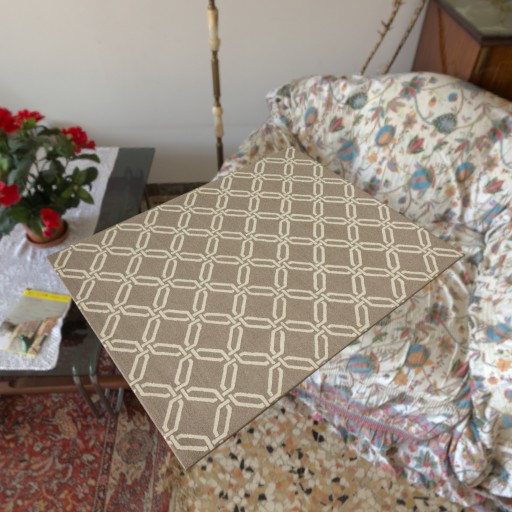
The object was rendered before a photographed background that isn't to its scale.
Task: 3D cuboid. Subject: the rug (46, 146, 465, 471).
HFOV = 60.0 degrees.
[{"bbox_3d":[0.000,0.000,3.891,2.895,0.018,2.288,-30,52,-26],"label":"rug"}]
